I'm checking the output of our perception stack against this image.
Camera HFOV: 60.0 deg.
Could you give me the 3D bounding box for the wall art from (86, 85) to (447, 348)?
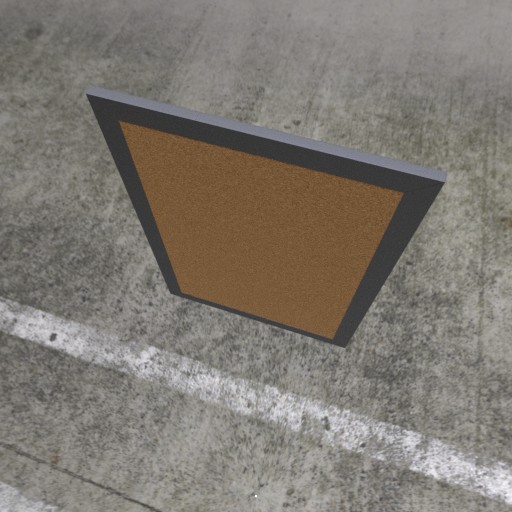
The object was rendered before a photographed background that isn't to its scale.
[{"bbox_3d":[0.000,0.000,0.683,0.380,0.534,0.013,16,63,9],"label":"wall art"}]
